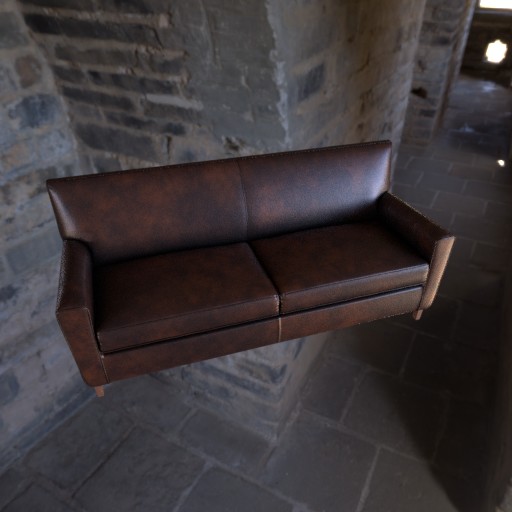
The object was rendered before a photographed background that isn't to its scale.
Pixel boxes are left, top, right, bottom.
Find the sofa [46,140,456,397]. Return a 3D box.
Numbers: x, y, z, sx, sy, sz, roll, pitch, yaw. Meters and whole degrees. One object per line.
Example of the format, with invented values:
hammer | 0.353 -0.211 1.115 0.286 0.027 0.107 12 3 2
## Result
sofa | 0.000 0.000 2.437 1.995 0.871 0.786 -10 34 -15
